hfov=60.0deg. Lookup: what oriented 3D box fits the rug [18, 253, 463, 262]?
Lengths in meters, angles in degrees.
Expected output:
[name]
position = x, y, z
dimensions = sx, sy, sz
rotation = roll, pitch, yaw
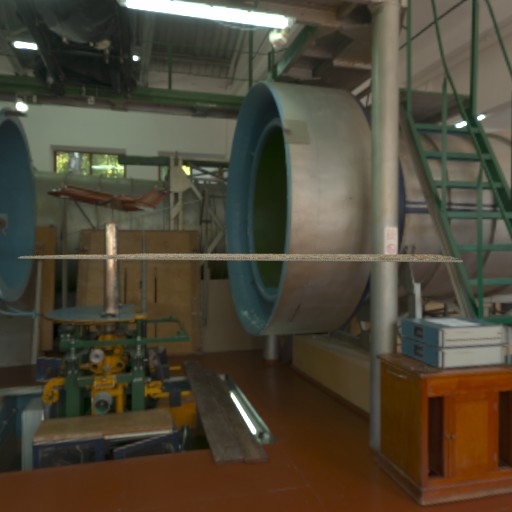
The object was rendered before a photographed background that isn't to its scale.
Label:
[rug]
position = 0.000, 0.000, 3.850
dimensions = 3.063, 0.024, 2.158
rotation = 0, 1, 19
